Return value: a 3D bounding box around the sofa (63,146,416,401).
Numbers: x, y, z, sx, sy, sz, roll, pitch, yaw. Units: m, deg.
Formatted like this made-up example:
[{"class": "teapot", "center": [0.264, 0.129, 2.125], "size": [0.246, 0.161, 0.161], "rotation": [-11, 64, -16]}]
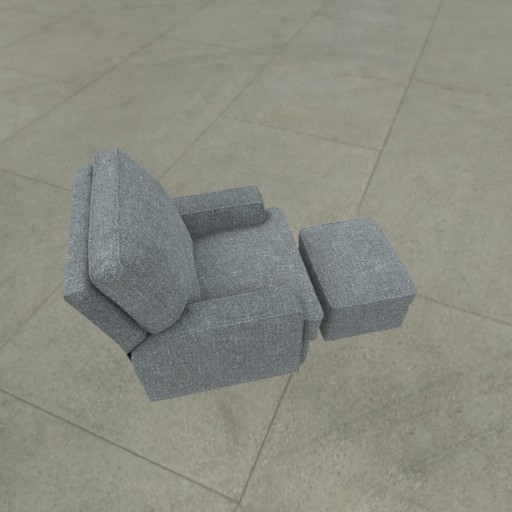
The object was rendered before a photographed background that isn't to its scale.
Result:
[{"class": "sofa", "center": [0.000, 0.000, 2.075], "size": [1.472, 0.959, 0.861], "rotation": [-9, 47, -8]}]
